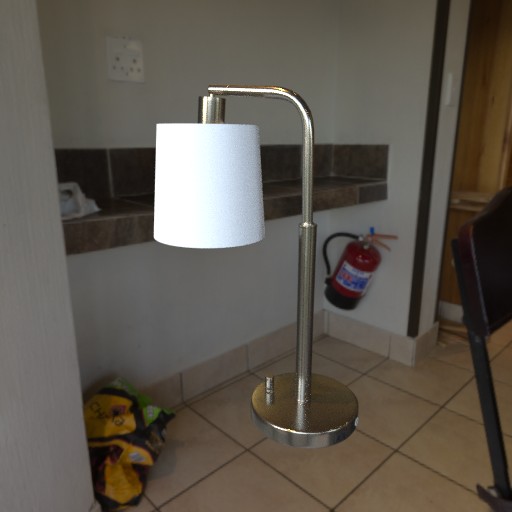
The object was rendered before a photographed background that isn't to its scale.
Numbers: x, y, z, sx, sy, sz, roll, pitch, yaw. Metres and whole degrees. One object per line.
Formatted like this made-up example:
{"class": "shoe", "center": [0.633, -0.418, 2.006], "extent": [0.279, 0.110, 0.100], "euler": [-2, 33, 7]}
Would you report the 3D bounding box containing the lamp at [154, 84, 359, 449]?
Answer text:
{"class": "lamp", "center": [0.000, 0.000, 0.663], "extent": [0.333, 0.489, 0.171], "euler": [8, 17, 26]}
